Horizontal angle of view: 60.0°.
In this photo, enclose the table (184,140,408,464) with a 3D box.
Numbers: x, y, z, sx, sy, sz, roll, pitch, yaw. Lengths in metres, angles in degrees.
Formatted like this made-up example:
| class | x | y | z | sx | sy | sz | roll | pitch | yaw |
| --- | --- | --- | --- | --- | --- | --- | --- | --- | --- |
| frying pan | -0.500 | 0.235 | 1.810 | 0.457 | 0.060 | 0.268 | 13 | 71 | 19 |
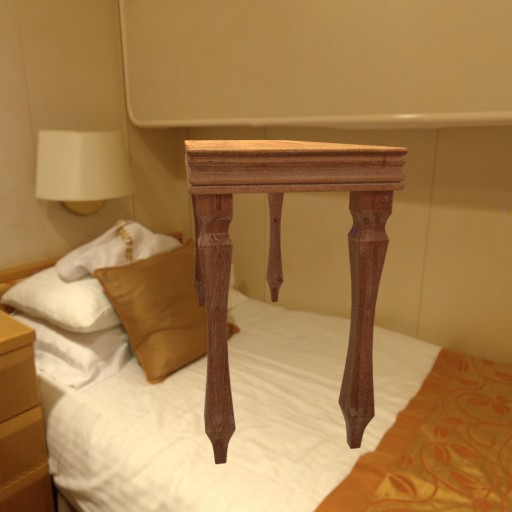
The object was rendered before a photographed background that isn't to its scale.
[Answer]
| class | x | y | z | sx | sy | sz | roll | pitch | yaw |
| --- | --- | --- | --- | --- | --- | --- | --- | --- | --- |
| table | 0.000 | 0.000 | 1.765 | 0.522 | 0.873 | 1.330 | -2 | 16 | -9 |
